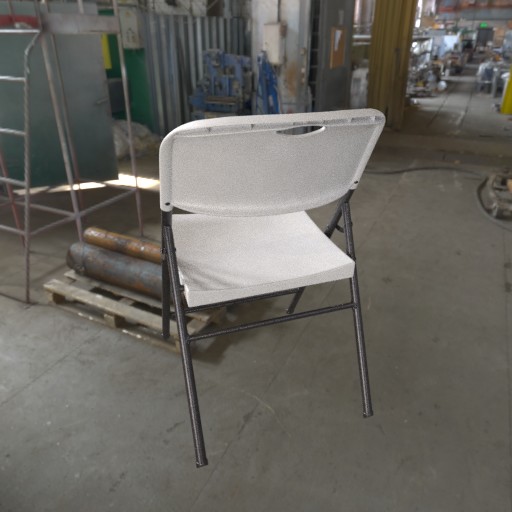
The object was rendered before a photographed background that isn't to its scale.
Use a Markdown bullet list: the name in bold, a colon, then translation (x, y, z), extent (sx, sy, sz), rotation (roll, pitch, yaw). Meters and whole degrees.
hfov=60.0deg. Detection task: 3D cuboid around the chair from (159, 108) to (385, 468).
- **chair**: translation (0.000, 0.000, 1.179), extent (0.494, 0.810, 0.566), rotation (-9, 28, -17)
